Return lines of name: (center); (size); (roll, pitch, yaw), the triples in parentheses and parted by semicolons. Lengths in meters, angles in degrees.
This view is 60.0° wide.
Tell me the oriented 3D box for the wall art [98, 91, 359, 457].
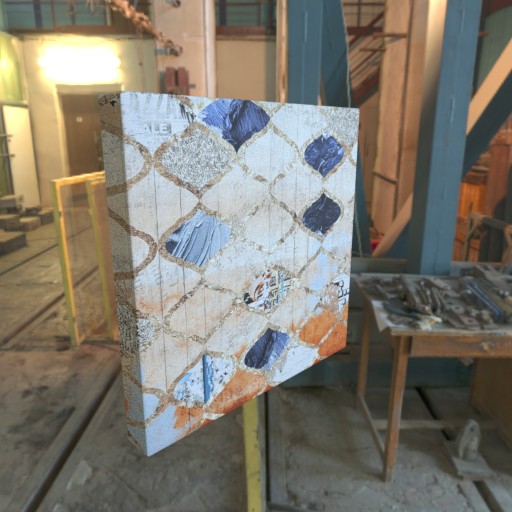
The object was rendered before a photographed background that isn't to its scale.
wall art: (0.000, 0.000, 0.464); (0.303, 0.304, 0.036); (-14, 21, -43)
